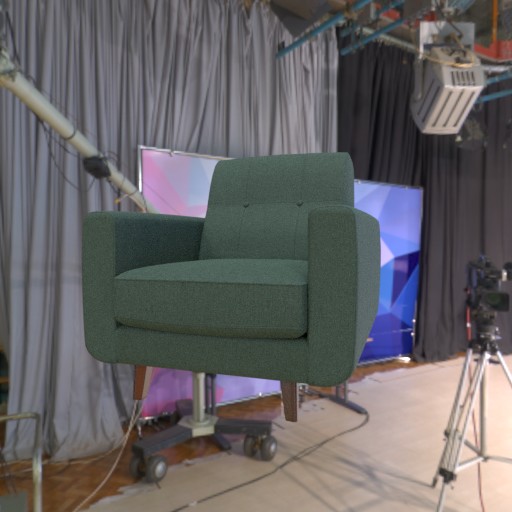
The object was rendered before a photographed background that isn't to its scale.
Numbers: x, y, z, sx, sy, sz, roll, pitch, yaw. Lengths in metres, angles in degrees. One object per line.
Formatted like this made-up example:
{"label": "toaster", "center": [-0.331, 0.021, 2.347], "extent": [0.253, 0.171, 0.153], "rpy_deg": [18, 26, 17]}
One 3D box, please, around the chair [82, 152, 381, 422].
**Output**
{"label": "chair", "center": [0.000, 0.000, 1.609], "extent": [0.831, 0.841, 0.909], "rpy_deg": [1, 2, 19]}
